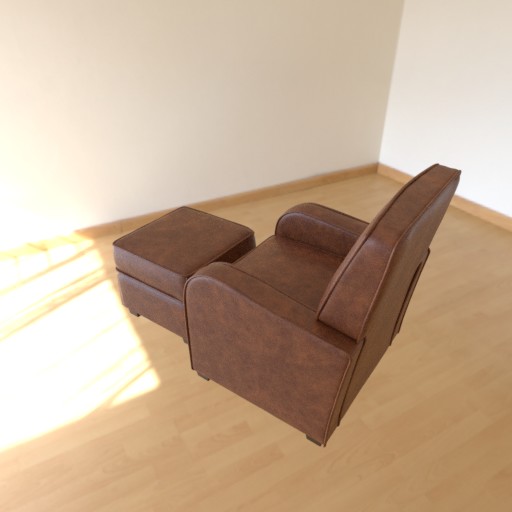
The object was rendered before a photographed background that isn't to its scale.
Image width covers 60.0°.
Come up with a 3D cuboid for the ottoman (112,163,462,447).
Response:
[{"bbox_3d":[0.000,0.000,1.851,1.314,0.904,0.732,21,38,29],"label":"ottoman"}]
